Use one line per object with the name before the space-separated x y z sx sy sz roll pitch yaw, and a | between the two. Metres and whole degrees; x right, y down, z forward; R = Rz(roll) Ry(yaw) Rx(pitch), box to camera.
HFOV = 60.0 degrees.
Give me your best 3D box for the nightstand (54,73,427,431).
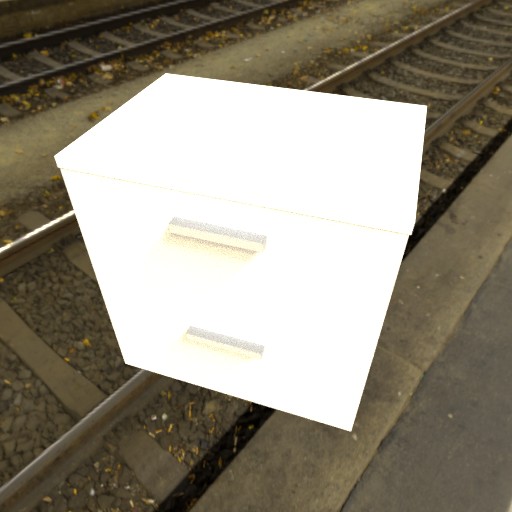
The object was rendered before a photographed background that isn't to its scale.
nightstand | 0.000 0.000 0.765 0.441 0.460 0.325 12 43 14
